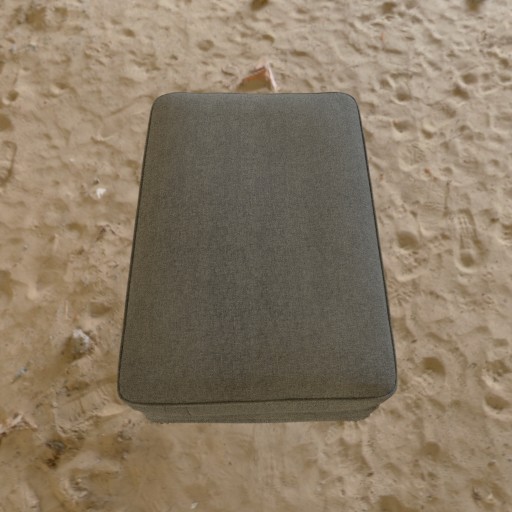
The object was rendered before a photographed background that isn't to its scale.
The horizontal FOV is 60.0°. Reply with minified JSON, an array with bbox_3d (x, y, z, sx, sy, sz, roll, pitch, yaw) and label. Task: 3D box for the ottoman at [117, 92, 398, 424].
[{"bbox_3d":[0.000,0.000,1.156,0.561,0.457,0.813,-1,62,0],"label":"ottoman"}]
